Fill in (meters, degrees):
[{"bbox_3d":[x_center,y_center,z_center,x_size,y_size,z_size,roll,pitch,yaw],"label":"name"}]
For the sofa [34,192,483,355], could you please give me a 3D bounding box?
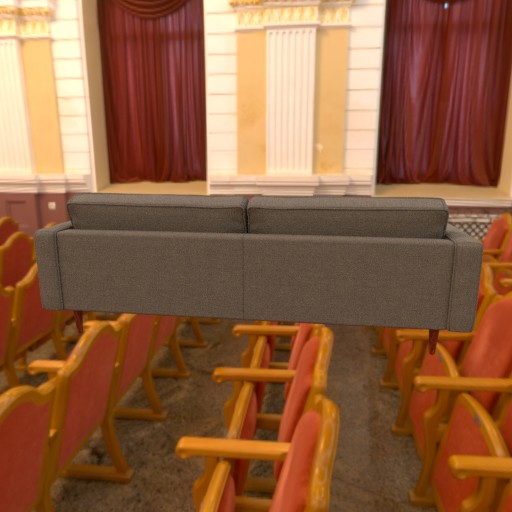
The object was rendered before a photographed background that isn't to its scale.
[{"bbox_3d":[0.000,0.000,2.598,2.198,0.762,0.914,2,13,8],"label":"sofa"}]
